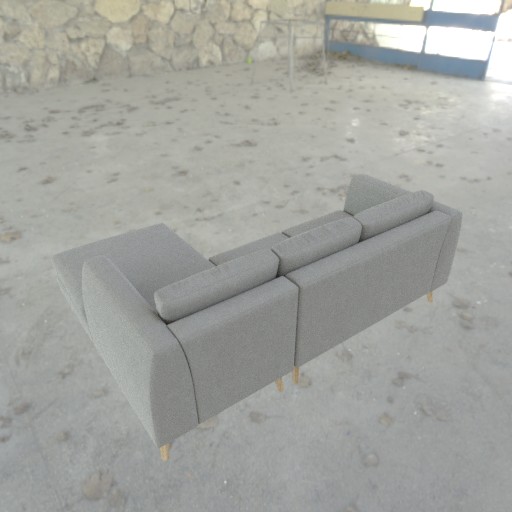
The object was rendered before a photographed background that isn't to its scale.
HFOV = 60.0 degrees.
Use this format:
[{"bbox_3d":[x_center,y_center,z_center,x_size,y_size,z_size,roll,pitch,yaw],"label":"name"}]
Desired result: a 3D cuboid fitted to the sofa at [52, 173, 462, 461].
[{"bbox_3d":[0.000,0.000,3.020,2.300,0.860,1.580,-21,37,-30],"label":"sofa"}]
